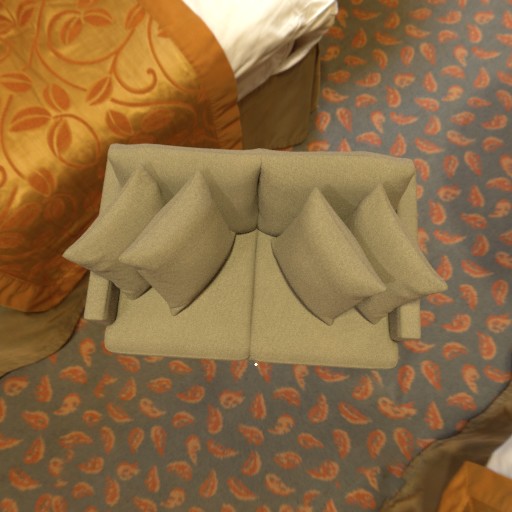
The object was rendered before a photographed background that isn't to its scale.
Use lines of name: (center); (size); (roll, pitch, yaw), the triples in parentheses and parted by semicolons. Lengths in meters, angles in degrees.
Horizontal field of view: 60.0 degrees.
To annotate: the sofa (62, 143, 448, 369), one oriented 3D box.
sofa: (0.000, 0.000, 2.637); (1.869, 1.080, 1.228); (3, 76, 1)
